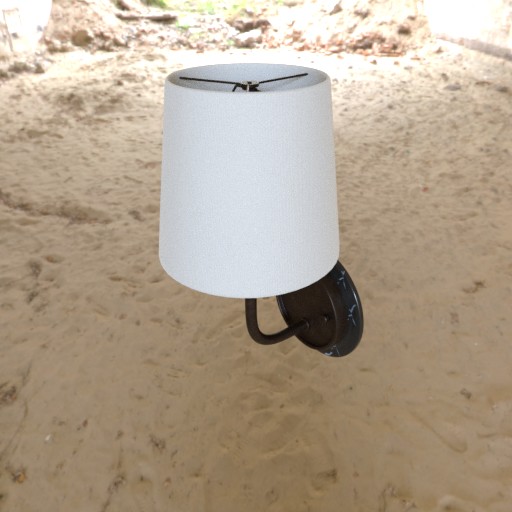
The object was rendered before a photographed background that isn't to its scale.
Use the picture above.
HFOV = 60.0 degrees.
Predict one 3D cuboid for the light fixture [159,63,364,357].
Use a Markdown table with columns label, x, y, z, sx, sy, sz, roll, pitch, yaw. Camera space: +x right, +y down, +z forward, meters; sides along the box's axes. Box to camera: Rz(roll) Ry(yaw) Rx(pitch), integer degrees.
| label | x | y | z | sx | sy | sz | roll | pitch | yaw |
| --- | --- | --- | --- | --- | --- | --- | --- | --- | --- |
| light fixture | 0.000 | 0.000 | 0.438 | 0.188 | 0.337 | 0.168 | -21 | 37 | -30 |
